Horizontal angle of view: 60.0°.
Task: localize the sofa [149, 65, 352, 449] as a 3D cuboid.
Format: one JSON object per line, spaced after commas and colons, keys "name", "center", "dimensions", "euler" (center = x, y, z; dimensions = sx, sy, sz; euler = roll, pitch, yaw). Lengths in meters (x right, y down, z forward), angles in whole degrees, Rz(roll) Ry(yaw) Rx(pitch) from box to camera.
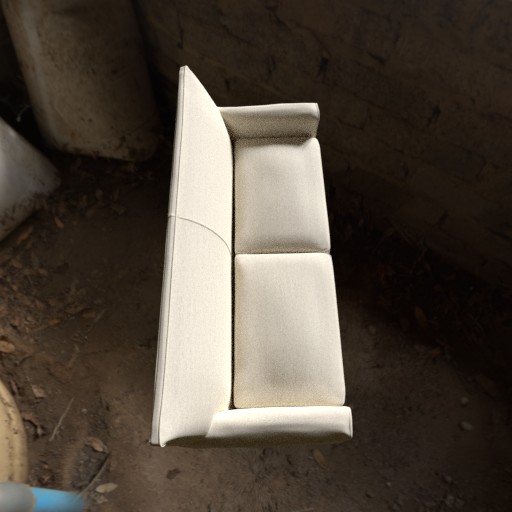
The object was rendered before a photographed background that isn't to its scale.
{"name": "sofa", "center": [0.000, 0.000, 2.484], "dimensions": [0.841, 0.907, 2.001], "euler": [-1, 64, 0]}
